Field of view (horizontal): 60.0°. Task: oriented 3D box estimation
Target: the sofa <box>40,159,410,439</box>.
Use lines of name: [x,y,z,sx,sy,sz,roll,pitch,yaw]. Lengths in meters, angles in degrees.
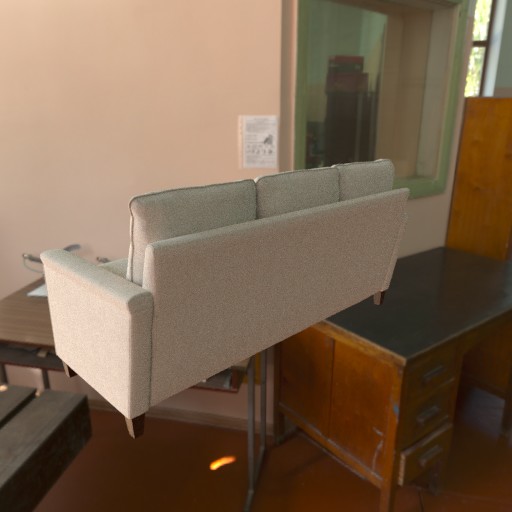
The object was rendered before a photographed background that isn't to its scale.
sofa: [0.000,0.000,2.373,1.925,0.961,0.828,-16,24,-42]
